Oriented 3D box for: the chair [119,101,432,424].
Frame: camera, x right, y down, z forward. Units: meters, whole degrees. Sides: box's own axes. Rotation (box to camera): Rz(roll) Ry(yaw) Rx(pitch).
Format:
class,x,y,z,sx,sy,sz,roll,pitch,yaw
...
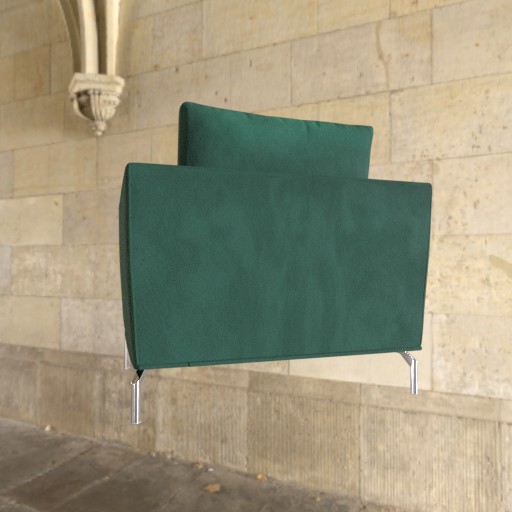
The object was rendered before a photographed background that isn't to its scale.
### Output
class,x,y,z,sx,sy,sz,roll,pitch,yaw
chair,0.000,0.000,1.787,1.047,0.997,0.852,0,-2,-18
